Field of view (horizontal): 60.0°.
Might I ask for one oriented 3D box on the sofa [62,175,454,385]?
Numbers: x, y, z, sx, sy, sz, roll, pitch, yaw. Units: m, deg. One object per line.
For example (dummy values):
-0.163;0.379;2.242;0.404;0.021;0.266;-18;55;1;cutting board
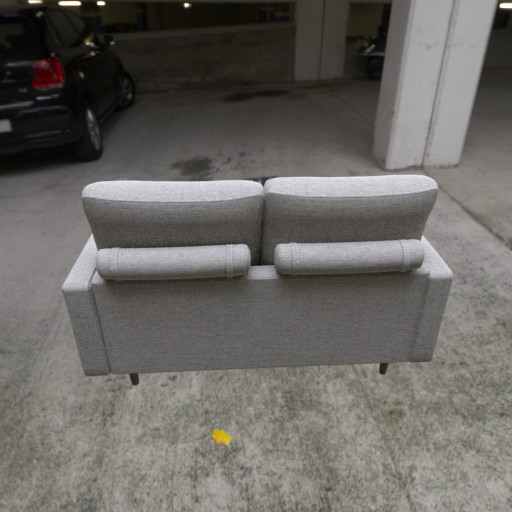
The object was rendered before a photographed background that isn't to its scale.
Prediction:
0.000;0.000;1.958;1.407;0.907;0.842;-2;30;-3;sofa
